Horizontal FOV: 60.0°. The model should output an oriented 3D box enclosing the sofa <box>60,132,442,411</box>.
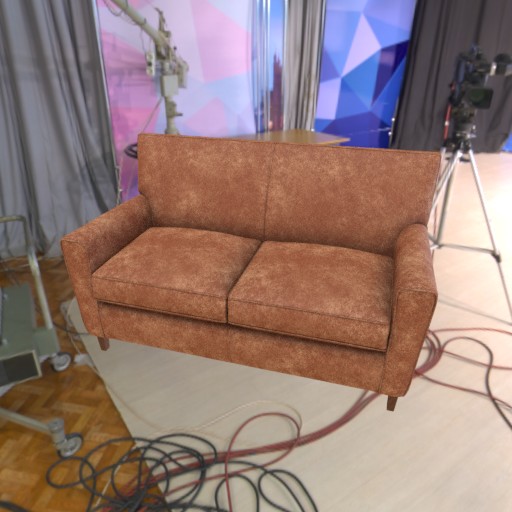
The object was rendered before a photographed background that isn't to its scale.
[{"bbox_3d":[0.000,0.000,2.005,1.473,0.871,0.787,8,28,15],"label":"sofa"}]
